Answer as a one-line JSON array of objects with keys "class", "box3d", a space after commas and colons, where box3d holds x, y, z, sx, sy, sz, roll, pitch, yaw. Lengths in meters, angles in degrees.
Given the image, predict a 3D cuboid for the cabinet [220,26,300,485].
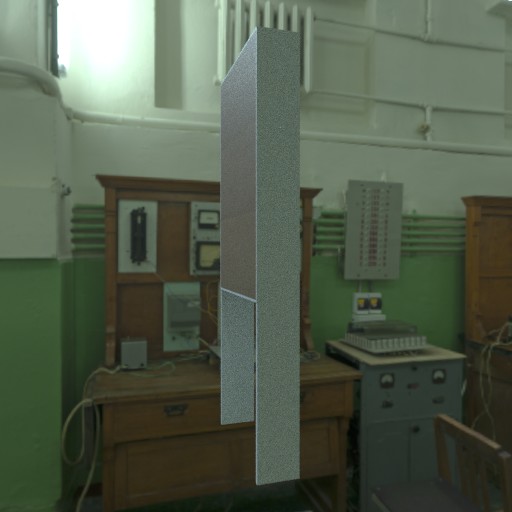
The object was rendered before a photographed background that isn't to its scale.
[{"class": "cabinet", "box3d": [0.000, 0.000, 2.042, 0.192, 1.770, 0.643, 0, 1, -17]}]
